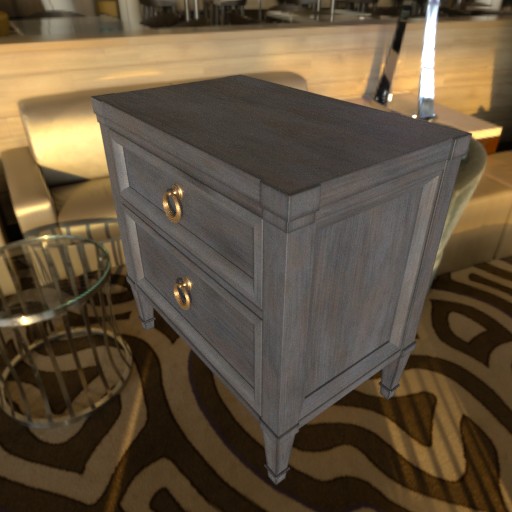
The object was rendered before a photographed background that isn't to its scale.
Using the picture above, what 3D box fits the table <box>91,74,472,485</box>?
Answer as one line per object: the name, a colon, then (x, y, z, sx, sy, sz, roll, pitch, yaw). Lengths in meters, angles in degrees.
table: (0.000, 0.000, 1.037, 0.413, 0.660, 0.660, -23, 39, -31)
